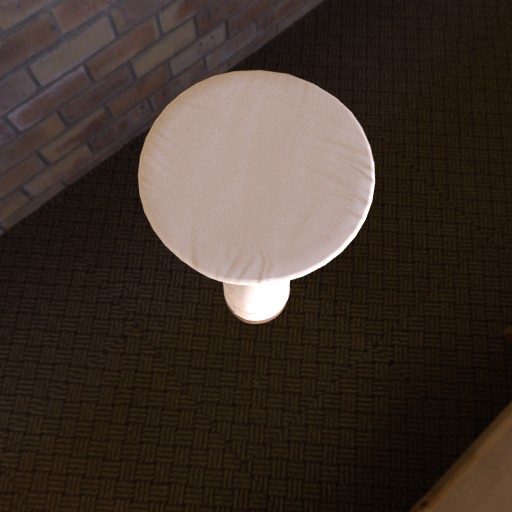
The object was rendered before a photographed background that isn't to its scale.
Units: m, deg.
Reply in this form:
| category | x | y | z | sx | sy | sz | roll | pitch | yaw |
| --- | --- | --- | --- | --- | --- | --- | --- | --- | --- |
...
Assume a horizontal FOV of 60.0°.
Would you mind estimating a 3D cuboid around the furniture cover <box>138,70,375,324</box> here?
| category | x | y | z | sx | sy | sz | roll | pitch | yaw |
| --- | --- | --- | --- | --- | --- | --- | --- | --- | --- |
| furniture cover | 0.000 | 0.000 | 2.862 | 0.914 | 2.413 | 0.914 | 16 | 75 | 5 |
